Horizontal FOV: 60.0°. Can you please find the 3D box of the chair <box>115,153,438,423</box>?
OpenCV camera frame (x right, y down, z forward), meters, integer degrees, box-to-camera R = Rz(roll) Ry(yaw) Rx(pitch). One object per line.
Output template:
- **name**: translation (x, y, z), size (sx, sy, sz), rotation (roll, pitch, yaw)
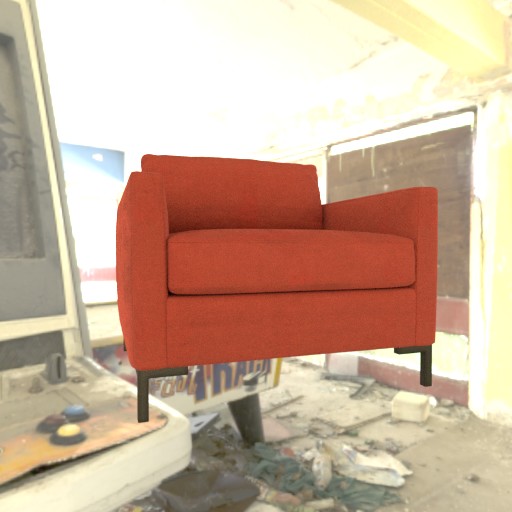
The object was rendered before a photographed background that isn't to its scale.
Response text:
- **chair**: translation (0.000, 0.000, 1.622), size (0.964, 0.812, 0.875), rotation (0, 1, -19)
